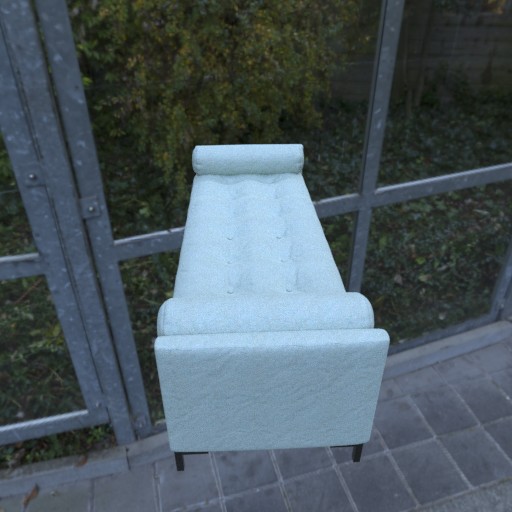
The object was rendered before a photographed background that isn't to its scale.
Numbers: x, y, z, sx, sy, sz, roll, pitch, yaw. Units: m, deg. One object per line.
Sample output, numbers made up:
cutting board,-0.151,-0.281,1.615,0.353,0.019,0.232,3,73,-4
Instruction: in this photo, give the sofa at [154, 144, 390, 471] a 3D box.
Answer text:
sofa,0.000,0.000,2.460,0.796,0.705,2.102,-2,32,-3
